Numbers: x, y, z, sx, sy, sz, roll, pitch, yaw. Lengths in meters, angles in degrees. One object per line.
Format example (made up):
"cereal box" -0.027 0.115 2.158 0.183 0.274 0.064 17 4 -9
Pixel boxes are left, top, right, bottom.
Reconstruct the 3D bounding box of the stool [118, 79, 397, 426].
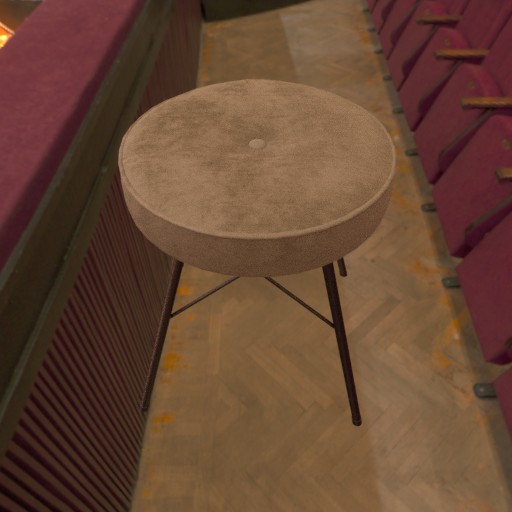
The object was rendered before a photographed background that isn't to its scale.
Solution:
"stool" 0.000 0.000 0.849 0.457 0.538 0.423 3 47 3
